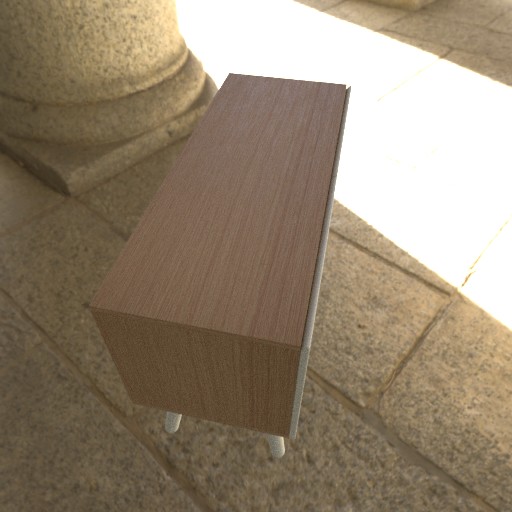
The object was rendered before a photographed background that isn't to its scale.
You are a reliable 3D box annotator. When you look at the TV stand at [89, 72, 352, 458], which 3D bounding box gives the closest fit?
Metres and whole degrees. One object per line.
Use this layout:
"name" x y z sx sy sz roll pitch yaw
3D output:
"TV stand" 0.000 0.000 1.349 0.407 0.660 0.991 9 47 9
